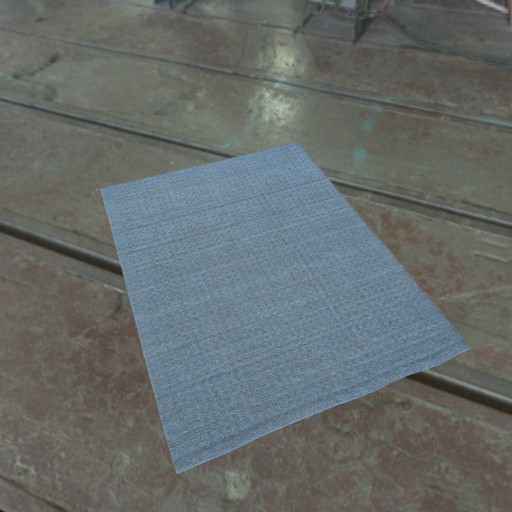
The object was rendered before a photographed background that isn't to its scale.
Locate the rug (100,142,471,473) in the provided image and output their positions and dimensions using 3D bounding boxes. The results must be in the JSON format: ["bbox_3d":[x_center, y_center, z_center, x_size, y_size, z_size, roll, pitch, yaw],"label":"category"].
[{"bbox_3d":[0.000,0.000,4.221,2.443,0.007,3.200,-17,49,-15],"label":"rug"}]
